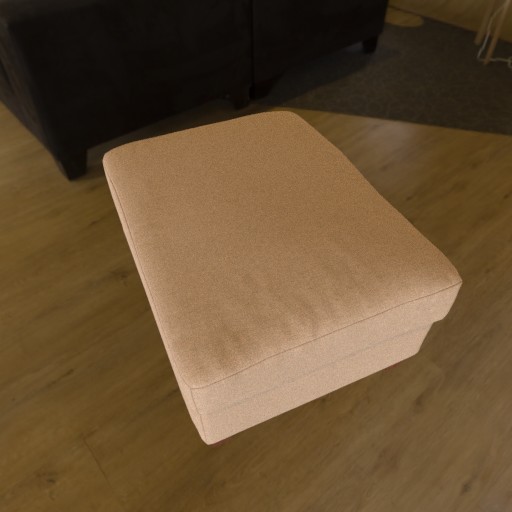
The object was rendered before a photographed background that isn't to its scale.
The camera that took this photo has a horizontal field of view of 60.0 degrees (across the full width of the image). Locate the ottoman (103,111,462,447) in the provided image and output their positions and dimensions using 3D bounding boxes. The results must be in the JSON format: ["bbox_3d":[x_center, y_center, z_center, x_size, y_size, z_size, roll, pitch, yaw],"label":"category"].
[{"bbox_3d":[0.000,0.000,1.347,0.692,0.511,0.902,-18,49,-17],"label":"ottoman"}]
